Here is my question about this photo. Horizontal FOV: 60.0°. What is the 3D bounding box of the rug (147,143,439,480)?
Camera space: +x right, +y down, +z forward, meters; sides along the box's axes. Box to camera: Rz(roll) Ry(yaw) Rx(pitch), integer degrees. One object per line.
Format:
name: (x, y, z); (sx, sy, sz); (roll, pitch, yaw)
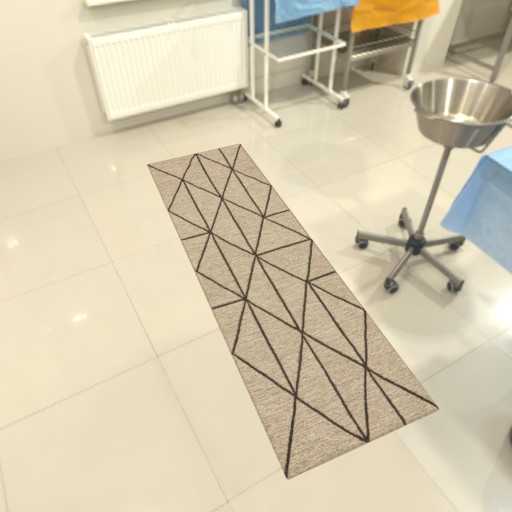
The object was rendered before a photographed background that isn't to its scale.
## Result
rug: (0.000, 0.000, 2.680); (0.762, 0.012, 2.438); (-17, 48, -16)
